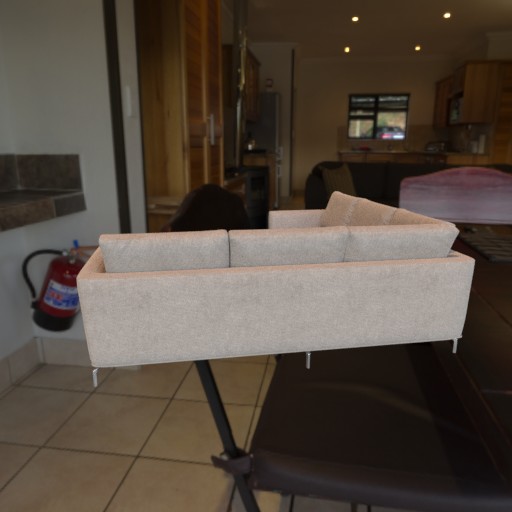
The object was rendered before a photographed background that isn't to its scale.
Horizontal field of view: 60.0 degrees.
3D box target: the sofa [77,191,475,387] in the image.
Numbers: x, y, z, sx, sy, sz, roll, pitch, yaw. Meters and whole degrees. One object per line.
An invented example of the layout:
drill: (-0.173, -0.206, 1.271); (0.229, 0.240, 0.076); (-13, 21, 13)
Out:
sofa: (0.000, 0.000, 3.766); (2.438, 0.864, 2.438); (-2, 14, -10)
